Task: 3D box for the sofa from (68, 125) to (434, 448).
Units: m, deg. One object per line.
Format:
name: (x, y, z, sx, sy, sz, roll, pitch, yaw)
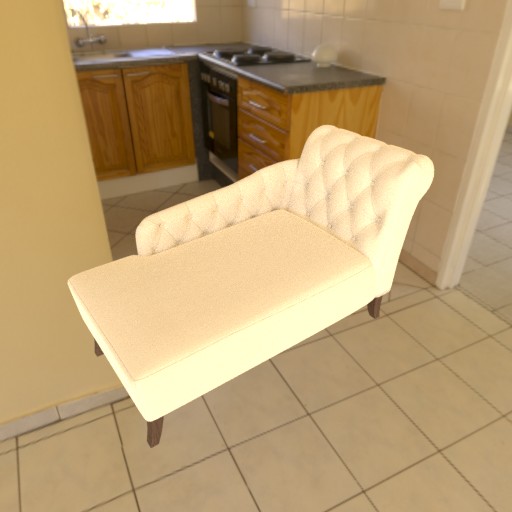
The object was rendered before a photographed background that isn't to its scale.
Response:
sofa: (0.000, 0.000, 1.855, 1.379, 0.787, 0.675, -21, 38, -30)
